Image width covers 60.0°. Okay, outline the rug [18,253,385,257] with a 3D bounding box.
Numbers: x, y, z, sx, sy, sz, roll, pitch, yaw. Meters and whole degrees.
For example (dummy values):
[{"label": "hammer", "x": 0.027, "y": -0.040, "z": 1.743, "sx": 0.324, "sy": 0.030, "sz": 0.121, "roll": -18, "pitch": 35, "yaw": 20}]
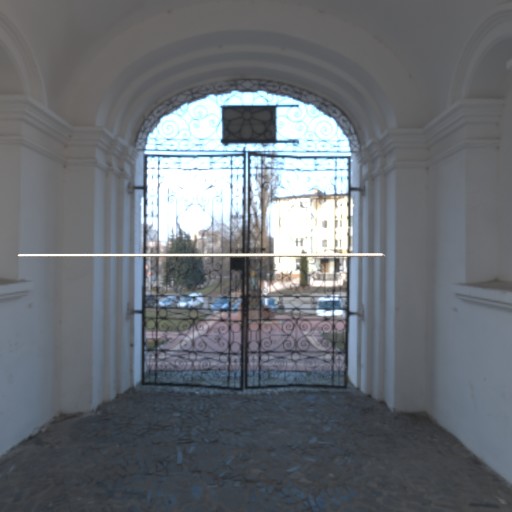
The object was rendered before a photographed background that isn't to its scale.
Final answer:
[{"label": "rug", "x": 0.000, "y": 0.000, "z": 2.733, "sx": 1.533, "sy": 0.010, "sz": 2.142, "roll": 0, "pitch": 0, "yaw": 16}]
